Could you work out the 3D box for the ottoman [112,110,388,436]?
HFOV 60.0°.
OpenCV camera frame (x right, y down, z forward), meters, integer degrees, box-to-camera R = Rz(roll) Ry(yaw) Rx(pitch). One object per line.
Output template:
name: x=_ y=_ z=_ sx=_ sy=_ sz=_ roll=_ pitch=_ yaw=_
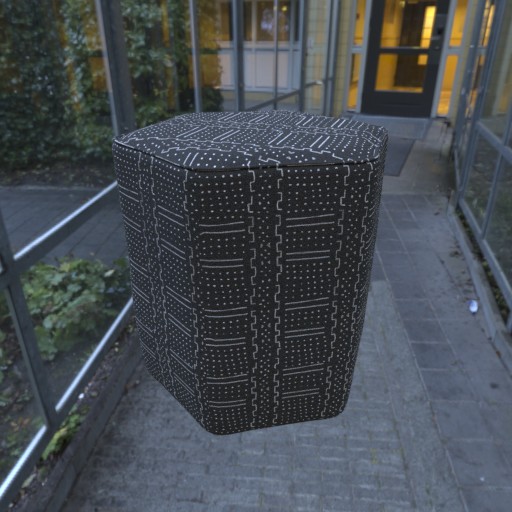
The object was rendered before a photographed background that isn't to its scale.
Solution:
ottoman: x=0.000 y=0.000 z=0.881 sx=0.443 sy=0.502 sz=0.494 roll=9 pitch=28 yaw=17
